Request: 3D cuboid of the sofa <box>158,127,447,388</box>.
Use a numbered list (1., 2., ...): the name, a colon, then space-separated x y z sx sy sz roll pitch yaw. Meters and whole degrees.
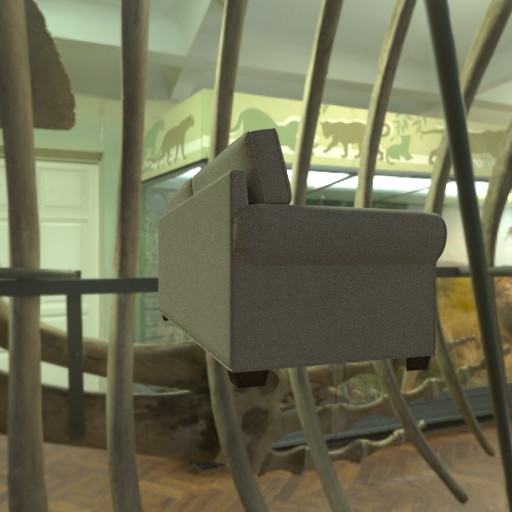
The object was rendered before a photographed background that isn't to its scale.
1. sofa: 0.000 0.000 2.636 0.901 0.962 2.146 0 -1 -20
